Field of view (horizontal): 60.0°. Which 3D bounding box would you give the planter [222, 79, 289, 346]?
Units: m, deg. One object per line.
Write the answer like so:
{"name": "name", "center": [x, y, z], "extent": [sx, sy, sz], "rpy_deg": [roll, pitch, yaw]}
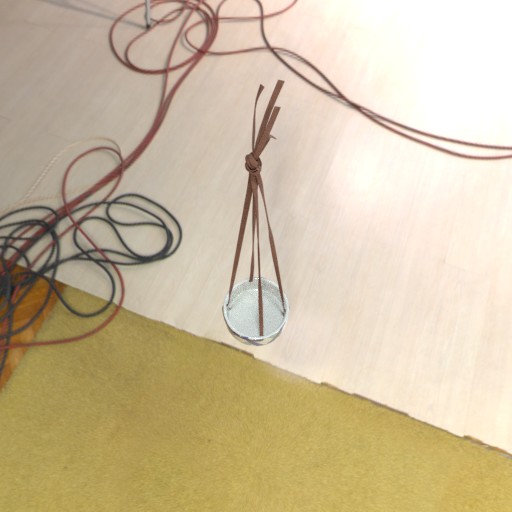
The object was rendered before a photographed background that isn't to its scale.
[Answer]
{"name": "planter", "center": [0.000, 0.000, 0.831], "extent": [0.166, 0.751, 0.166], "rpy_deg": [-15, 65, -7]}
